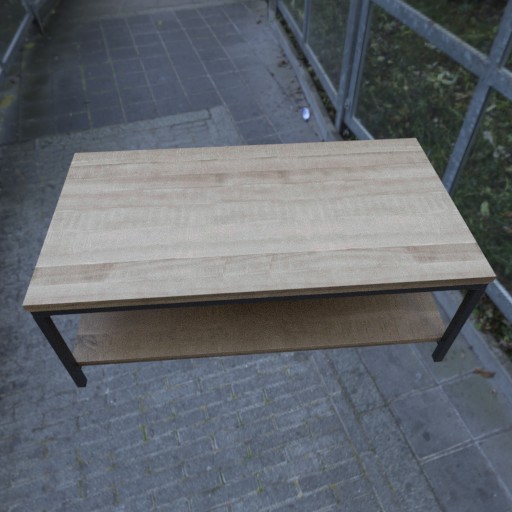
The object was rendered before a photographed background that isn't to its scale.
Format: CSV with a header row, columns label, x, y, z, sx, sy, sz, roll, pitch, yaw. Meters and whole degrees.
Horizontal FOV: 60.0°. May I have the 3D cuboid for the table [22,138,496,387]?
label,x,y,z,sx,sy,sz,roll,pitch,yaw
table,0.000,0.000,1.327,1.062,0.393,0.574,-3,47,-3
